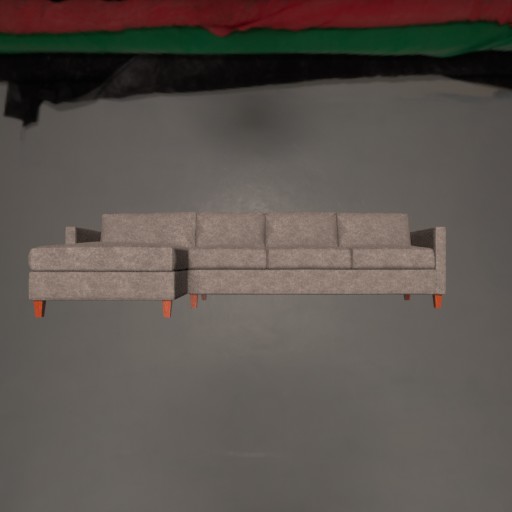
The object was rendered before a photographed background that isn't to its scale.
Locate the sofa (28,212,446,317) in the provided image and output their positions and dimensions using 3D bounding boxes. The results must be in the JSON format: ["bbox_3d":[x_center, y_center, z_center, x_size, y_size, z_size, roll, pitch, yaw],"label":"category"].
[{"bbox_3d":[0.000,0.000,4.140,3.471,0.954,1.606,0,-1,0],"label":"sofa"}]
